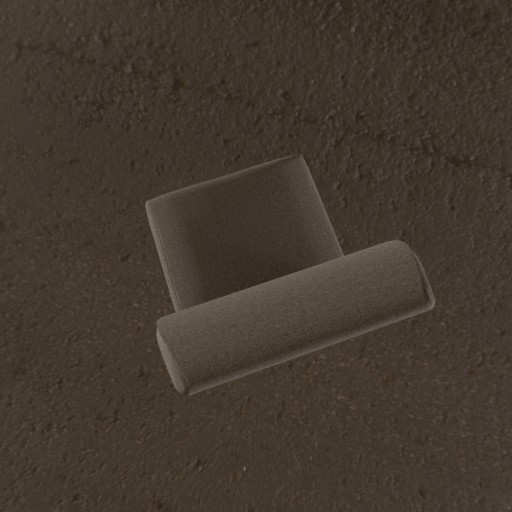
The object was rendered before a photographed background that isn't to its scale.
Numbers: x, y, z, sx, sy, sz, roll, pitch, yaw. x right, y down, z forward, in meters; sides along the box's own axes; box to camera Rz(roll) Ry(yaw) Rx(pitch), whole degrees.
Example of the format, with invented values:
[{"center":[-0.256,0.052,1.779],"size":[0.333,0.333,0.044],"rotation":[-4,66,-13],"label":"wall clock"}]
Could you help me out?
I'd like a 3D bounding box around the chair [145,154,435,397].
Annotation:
[{"center":[0.000,0.000,1.166],"size":[0.513,0.804,0.592],"rotation":[-19,74,-6],"label":"chair"}]
